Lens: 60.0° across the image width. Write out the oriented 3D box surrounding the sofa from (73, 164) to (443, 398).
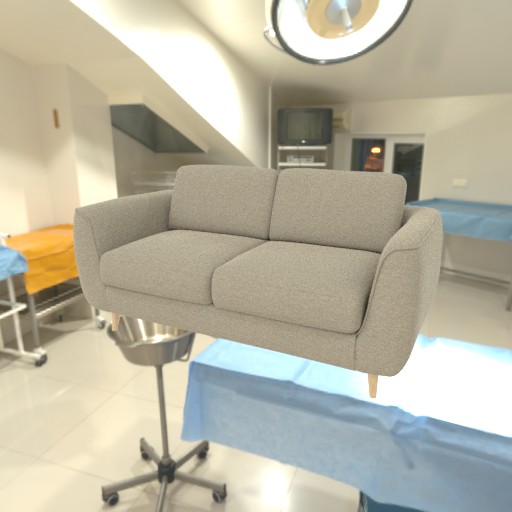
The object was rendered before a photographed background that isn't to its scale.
[{"bbox_3d":[0.000,0.000,2.249,1.700,0.850,0.920,8,17,26],"label":"sofa"}]
